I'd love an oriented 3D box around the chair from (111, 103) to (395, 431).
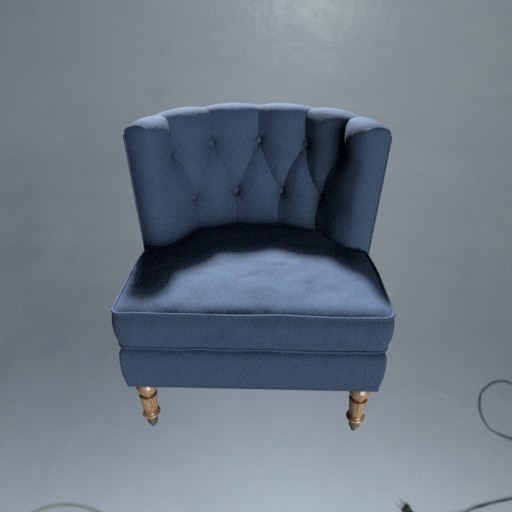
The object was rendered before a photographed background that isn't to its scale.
[{"bbox_3d":[0.000,0.000,1.342,0.740,0.771,0.718,1,31,1],"label":"chair"}]
